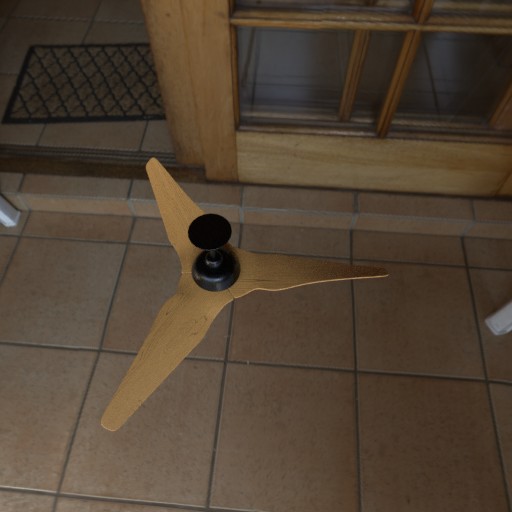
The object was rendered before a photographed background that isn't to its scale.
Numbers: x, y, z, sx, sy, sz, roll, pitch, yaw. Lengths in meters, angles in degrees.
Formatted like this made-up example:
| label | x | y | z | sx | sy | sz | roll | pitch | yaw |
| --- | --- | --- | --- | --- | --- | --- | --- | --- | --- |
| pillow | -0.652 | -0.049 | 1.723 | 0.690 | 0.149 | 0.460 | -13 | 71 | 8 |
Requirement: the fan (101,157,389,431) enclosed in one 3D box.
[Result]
| label | x | y | z | sx | sy | sz | roll | pitch | yaw |
| --- | --- | --- | --- | --- | --- | --- | --- | --- | --- |
| fan | 0.000 | 0.000 | 1.613 | 1.010 | 0.355 | 1.142 | -1 | 60 | -1 |
